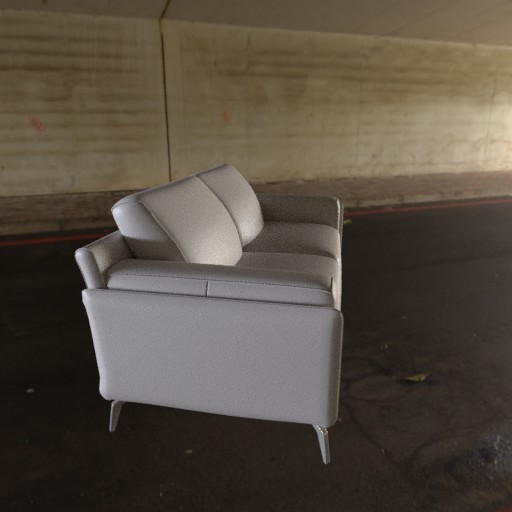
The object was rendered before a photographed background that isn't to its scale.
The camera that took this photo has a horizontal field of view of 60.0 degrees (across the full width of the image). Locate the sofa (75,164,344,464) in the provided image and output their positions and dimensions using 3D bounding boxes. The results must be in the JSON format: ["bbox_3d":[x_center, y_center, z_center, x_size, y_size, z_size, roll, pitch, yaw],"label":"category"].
[{"bbox_3d":[0.000,0.000,2.507,1.049,0.930,2.101,3,17,10],"label":"sofa"}]
